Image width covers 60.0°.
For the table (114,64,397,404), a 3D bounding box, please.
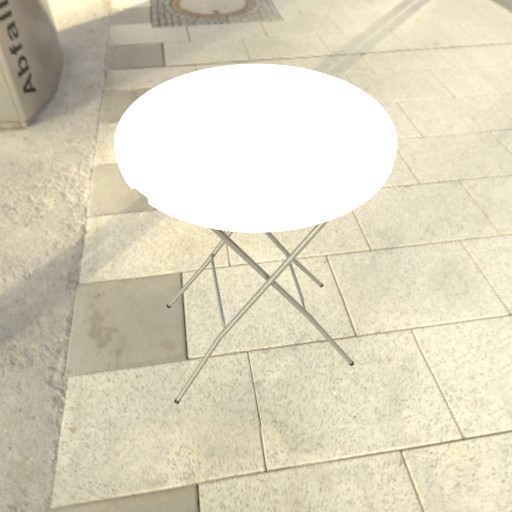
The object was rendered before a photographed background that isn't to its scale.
[{"bbox_3d":[0.000,0.000,1.667,0.795,1.105,0.792,-8,48,-8],"label":"table"}]
